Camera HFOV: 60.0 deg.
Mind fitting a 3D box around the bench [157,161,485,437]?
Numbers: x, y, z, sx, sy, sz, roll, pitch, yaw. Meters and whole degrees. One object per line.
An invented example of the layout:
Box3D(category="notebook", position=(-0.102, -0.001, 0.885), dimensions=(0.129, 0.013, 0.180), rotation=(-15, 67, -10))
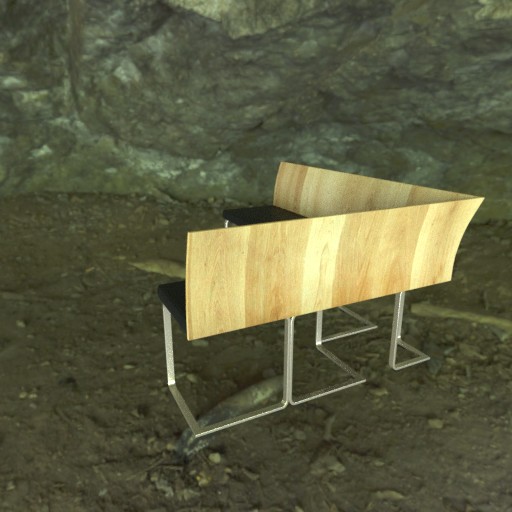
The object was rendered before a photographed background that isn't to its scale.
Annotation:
Box3D(category="bench", position=(0.000, 0.000, 2.789), dimensions=(1.495, 0.930, 1.945), rotation=(-9, 20, -26))
